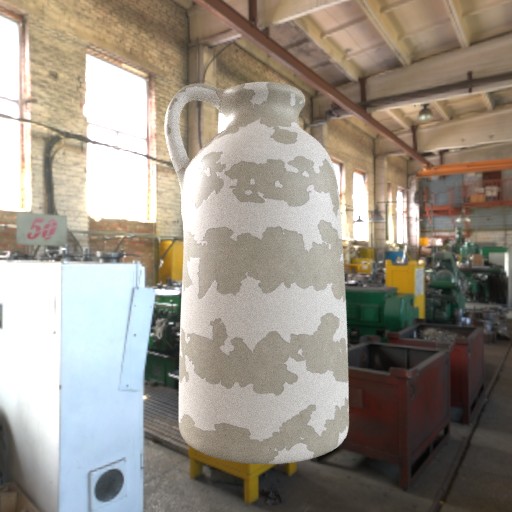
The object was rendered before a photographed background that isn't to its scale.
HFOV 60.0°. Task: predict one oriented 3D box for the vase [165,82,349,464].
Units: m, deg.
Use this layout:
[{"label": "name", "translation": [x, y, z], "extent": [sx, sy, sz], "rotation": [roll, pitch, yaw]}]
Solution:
[{"label": "vase", "translation": [0.000, 0.000, 0.492], "extent": [0.203, 0.382, 0.186], "rotation": [0, 0, 0]}]
